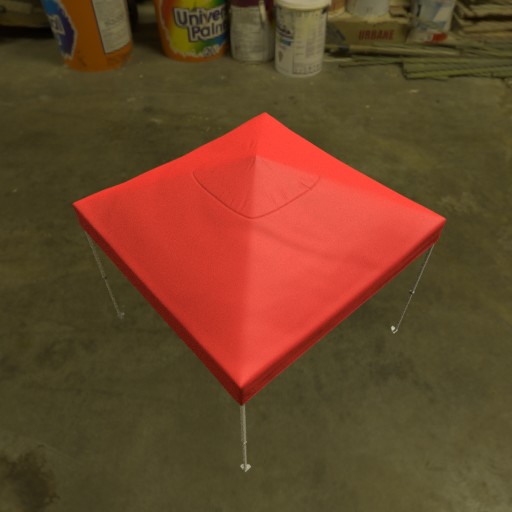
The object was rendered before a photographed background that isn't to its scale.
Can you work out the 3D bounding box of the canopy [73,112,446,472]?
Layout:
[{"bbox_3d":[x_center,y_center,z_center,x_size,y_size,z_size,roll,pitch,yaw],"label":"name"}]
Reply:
[{"bbox_3d":[0.000,0.000,5.515,2.996,2.997,2.998,-33,56,-26],"label":"canopy"}]
